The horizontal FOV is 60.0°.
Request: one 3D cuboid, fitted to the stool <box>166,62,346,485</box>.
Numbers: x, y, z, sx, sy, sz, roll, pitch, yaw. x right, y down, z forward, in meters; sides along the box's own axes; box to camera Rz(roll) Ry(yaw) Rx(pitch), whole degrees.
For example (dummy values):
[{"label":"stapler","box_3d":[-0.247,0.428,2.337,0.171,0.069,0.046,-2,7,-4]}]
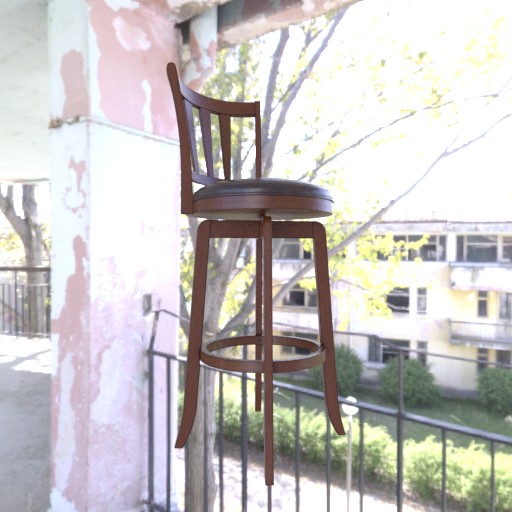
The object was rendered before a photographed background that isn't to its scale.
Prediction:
[{"label":"stool","box_3d":[0.000,0.000,1.428,0.503,1.177,0.464,0,1,38]}]
